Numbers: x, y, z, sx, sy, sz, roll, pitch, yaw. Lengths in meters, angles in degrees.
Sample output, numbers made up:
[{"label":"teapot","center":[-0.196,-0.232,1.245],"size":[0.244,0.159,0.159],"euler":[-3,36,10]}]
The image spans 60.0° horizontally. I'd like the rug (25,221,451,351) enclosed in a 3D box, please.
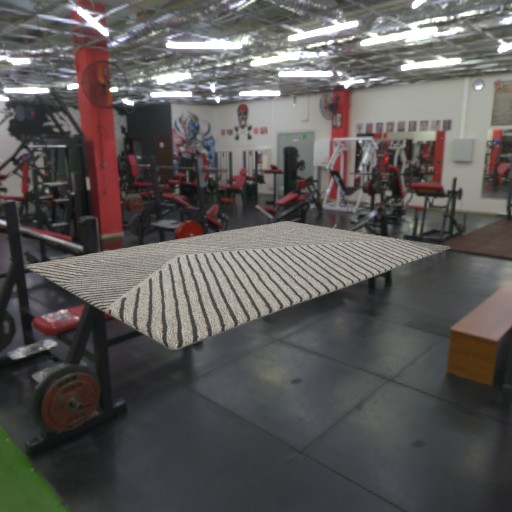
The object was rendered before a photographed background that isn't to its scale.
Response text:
[{"label":"rug","center":[0.000,0.000,2.273],"size":[1.842,0.019,1.237],"euler":[-13,19,-43]}]
